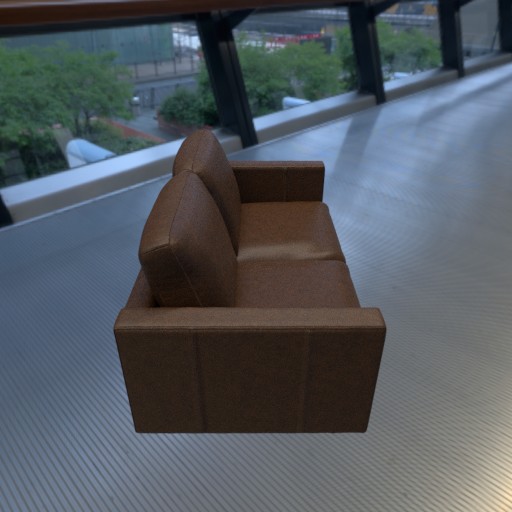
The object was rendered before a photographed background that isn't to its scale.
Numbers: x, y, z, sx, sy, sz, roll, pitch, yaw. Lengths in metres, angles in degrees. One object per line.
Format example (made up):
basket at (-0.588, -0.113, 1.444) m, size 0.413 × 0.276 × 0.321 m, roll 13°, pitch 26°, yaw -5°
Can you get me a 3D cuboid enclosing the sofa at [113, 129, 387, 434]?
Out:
sofa at (0.000, 0.000, 2.178) m, size 0.909 × 0.951 × 1.578 m, roll 0°, pitch 31°, yaw 0°
